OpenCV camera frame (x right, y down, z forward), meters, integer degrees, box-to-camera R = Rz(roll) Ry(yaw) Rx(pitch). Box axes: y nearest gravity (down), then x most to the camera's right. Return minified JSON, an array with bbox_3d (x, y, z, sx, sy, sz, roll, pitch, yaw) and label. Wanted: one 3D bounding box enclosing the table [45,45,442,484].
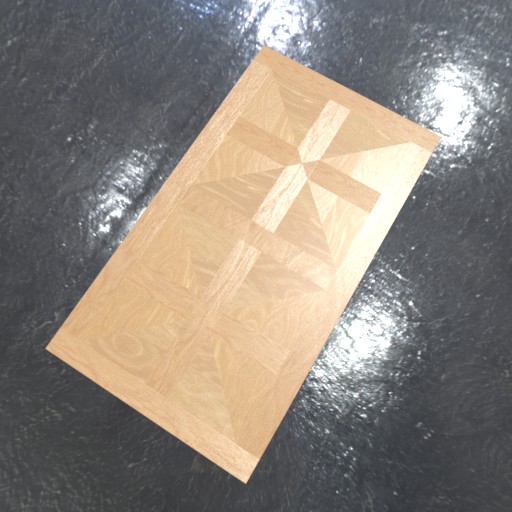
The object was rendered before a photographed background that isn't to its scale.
[{"bbox_3d":[0.000,0.000,1.671,0.711,0.507,1.270,31,77,8],"label":"table"}]
